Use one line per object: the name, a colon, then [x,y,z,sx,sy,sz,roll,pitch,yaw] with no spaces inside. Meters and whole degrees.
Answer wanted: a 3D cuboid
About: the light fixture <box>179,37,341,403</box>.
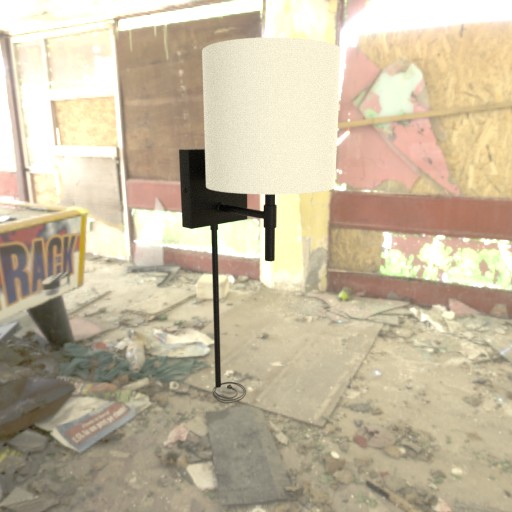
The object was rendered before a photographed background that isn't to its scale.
light fixture: [0.000,0.000,0.704,0.188,0.589,0.248,-14,21,-42]
